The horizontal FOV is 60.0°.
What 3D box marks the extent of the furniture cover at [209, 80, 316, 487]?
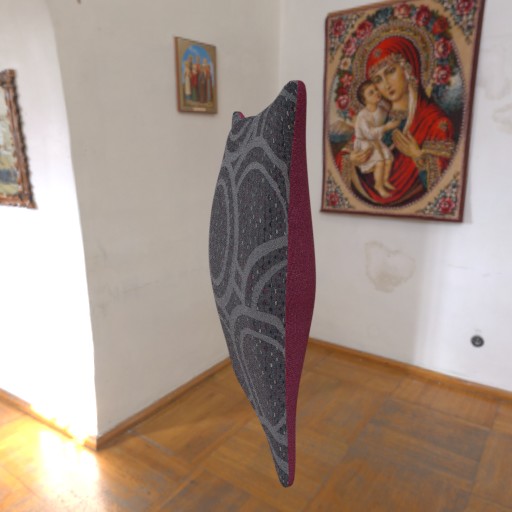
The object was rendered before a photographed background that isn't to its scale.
[{"bbox_3d":[0.000,0.000,0.770,0.163,0.513,0.514,-2,15,-9],"label":"furniture cover"}]
